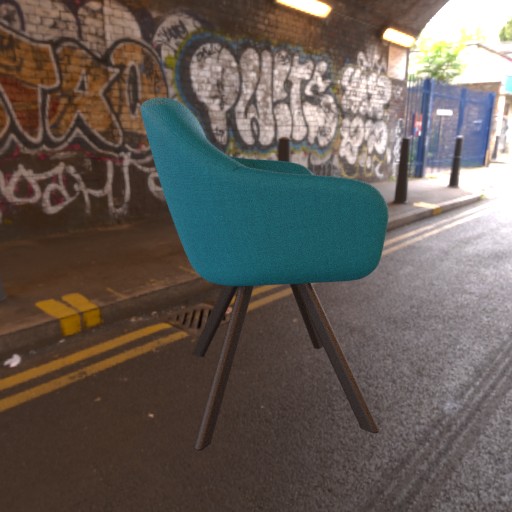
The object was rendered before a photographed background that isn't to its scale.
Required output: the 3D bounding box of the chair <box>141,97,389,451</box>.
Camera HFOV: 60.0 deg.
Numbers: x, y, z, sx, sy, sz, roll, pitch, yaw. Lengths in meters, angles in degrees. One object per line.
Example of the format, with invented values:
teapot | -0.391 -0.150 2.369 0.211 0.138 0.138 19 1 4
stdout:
chair | 0.000 0.000 1.187 0.550 0.795 0.590 -2 16 -8
